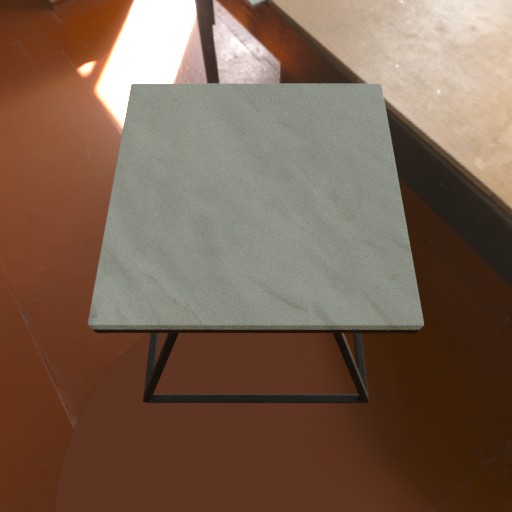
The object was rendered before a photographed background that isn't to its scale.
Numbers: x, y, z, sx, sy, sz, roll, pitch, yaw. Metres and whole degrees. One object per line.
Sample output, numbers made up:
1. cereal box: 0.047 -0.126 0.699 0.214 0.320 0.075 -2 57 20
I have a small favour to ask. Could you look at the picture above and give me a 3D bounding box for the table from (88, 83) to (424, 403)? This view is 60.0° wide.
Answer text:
1. table: 0.000 0.000 0.816 0.455 0.431 0.455 0 63 0
